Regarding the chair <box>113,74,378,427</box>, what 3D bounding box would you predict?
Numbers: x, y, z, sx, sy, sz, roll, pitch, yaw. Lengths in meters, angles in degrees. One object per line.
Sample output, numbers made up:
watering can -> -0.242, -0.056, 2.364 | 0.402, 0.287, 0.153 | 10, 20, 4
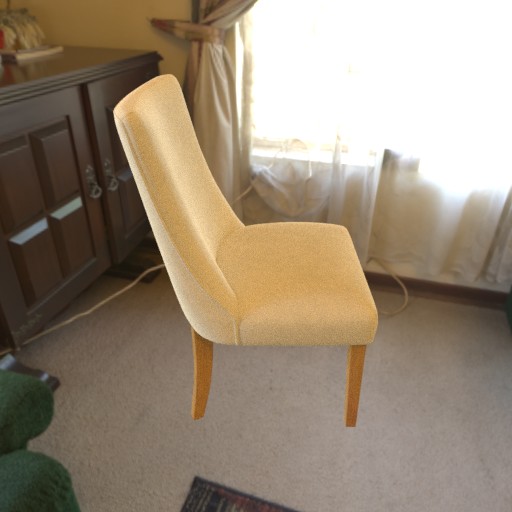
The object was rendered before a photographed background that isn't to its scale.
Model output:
chair -> 0.000, 0.000, 1.257 | 0.610, 0.902, 0.495 | 0, 31, 1
